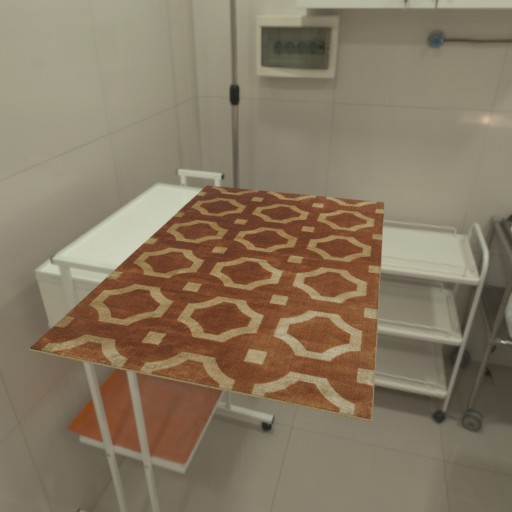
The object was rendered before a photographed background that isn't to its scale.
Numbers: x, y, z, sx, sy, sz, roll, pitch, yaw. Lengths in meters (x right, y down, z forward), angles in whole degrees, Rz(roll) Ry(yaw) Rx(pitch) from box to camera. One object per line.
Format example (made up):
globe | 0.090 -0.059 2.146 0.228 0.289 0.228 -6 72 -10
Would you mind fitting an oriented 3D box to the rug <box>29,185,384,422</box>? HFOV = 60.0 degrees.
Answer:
rug | 0.000 0.000 2.836 1.555 0.016 2.286 8 30 13
